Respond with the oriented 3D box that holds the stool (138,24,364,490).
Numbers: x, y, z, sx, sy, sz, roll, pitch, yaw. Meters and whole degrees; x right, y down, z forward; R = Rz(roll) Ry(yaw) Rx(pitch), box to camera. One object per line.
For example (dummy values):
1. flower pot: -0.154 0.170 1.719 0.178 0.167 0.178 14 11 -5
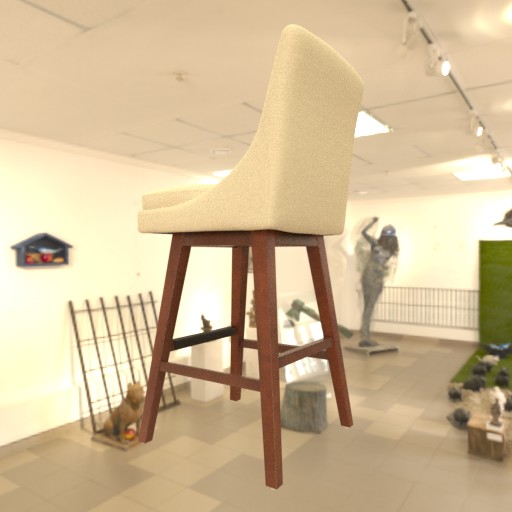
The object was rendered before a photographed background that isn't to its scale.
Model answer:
1. stool: 0.000 0.000 1.345 0.559 1.097 0.470 0 1 34
